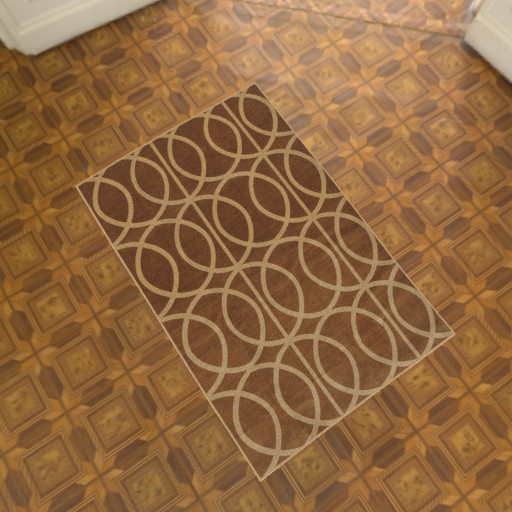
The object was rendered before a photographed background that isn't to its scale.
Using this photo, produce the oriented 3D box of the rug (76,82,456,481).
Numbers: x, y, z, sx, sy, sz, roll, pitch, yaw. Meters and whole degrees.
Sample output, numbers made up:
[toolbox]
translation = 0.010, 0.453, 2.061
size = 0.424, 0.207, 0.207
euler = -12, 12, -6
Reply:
[rug]
translation = 0.000, 0.000, 2.970
size = 1.528, 0.014, 2.294
euler = -33, 77, -9
